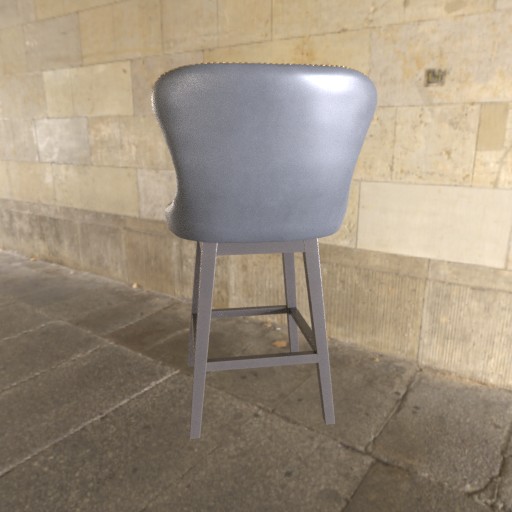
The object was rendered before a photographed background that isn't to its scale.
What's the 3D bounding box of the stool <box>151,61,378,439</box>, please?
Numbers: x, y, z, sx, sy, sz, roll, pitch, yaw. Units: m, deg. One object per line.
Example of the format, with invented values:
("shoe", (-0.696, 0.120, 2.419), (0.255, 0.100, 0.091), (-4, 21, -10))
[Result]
("stool", (0.000, 0.000, 1.299), (0.528, 0.971, 0.593), (-2, 15, -9))
